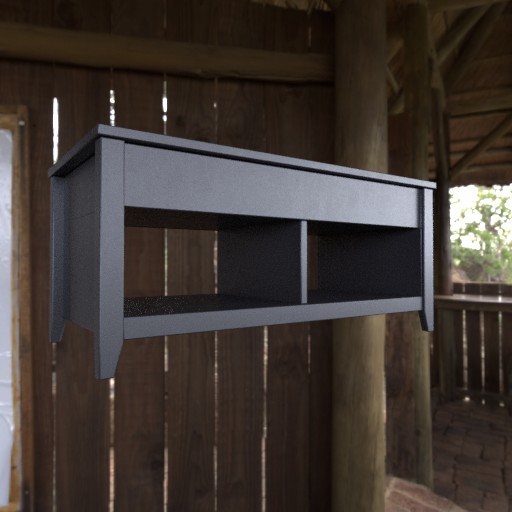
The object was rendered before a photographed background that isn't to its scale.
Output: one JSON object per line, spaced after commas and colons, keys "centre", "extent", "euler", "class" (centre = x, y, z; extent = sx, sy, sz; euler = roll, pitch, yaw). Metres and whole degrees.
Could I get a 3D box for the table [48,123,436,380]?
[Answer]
{"centre": [0.000, 0.000, 1.269], "extent": [1.016, 0.457, 0.483], "euler": [1, -1, -35], "class": "table"}
